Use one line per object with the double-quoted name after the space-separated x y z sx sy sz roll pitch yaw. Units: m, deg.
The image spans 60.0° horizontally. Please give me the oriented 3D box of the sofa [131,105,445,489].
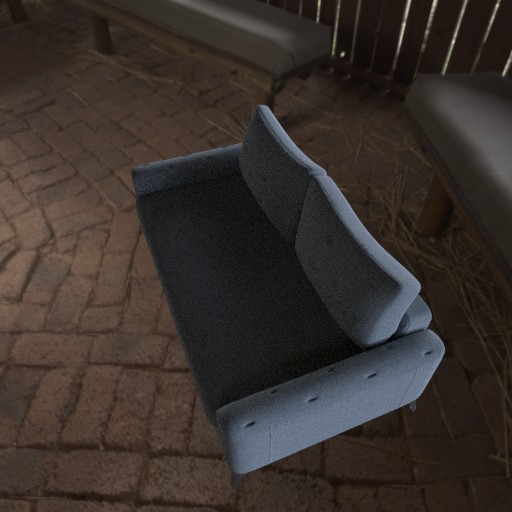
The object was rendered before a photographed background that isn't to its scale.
0.000 0.000 2.125 0.920 0.790 1.650 -17 49 -15 "sofa"
